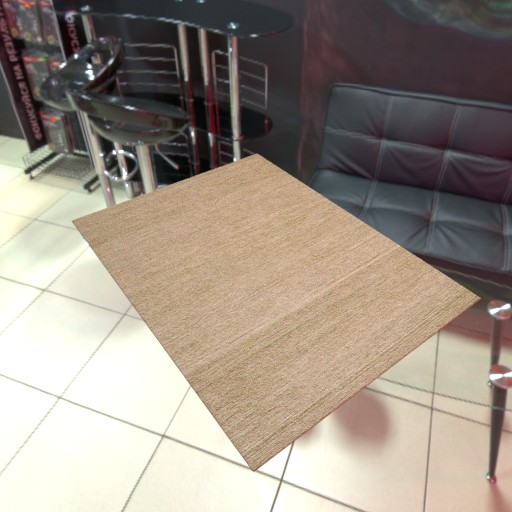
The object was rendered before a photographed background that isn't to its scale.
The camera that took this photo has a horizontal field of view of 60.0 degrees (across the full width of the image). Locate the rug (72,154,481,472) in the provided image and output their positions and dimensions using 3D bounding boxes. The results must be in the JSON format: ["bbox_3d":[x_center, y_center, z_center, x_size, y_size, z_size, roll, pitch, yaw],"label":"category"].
[{"bbox_3d":[0.000,0.000,4.213,2.425,0.016,3.198,-26,47,-27],"label":"rug"}]
